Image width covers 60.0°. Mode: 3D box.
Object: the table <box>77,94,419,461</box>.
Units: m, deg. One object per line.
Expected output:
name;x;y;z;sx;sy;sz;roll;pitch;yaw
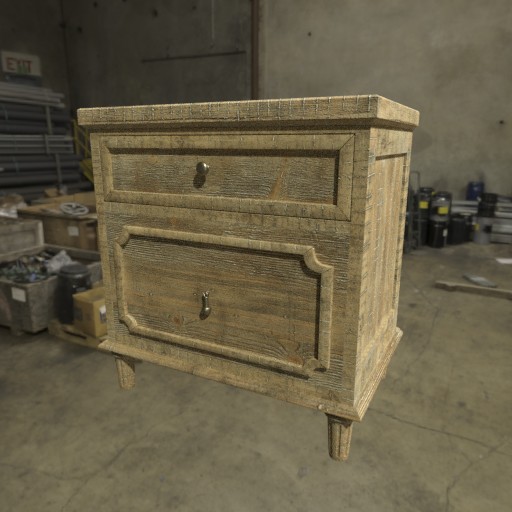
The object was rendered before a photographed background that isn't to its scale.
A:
table;0.000;0.000;1.133;0.686;0.711;0.457;7;16;27
